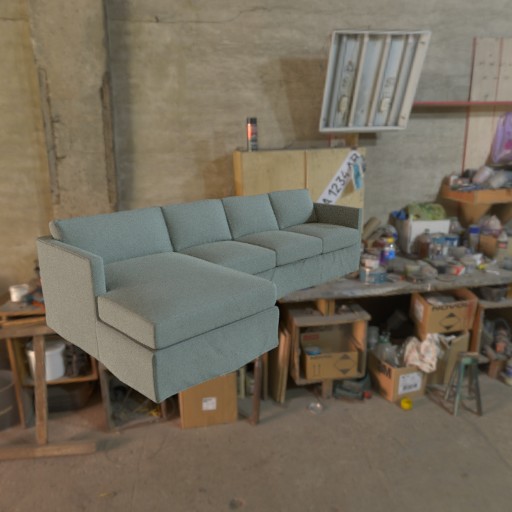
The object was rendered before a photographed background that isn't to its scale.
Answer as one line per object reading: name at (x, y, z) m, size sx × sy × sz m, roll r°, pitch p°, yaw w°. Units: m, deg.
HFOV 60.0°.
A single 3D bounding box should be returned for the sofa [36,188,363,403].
sofa at (0.000, 0.000, 3.976) m, size 1.650 × 0.922 × 3.205 m, roll 14°, pitch 20°, yaw 43°
